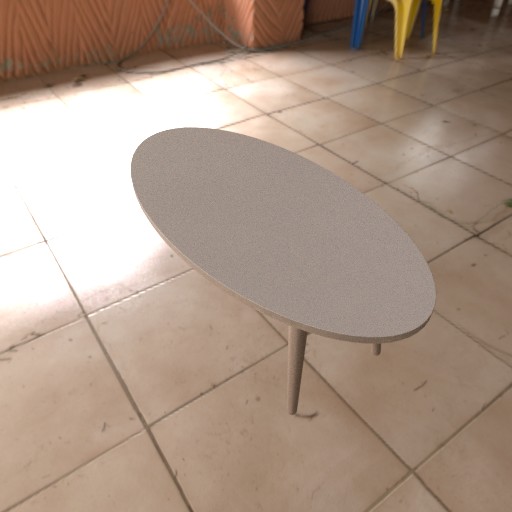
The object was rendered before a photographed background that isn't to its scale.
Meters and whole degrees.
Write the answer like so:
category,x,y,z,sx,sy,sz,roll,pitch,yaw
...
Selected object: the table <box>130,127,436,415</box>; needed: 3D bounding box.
category,x,y,z,sx,sy,sz,roll,pitch,yaw
table,0.000,0.000,1.319,0.542,0.390,1.083,-25,46,-27
